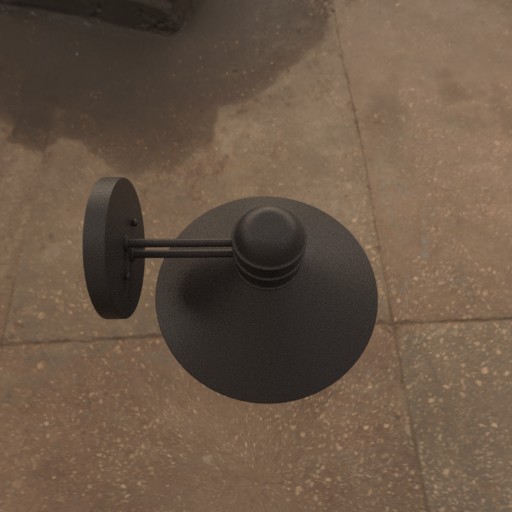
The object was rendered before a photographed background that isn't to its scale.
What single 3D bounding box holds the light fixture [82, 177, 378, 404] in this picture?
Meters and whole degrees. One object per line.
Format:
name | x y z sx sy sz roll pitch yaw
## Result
light fixture | 0.000 0.000 0.682 0.434 0.265 0.396 -1 63 0
